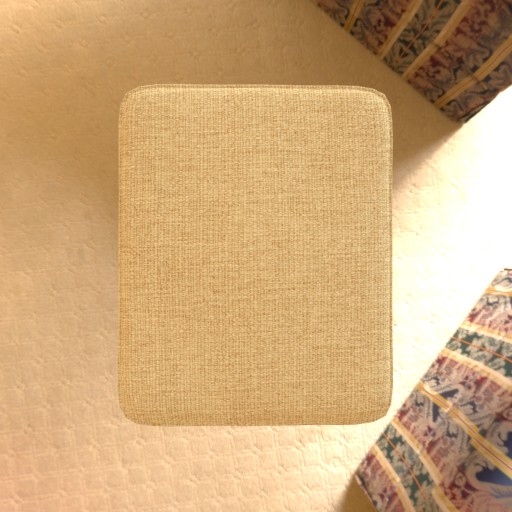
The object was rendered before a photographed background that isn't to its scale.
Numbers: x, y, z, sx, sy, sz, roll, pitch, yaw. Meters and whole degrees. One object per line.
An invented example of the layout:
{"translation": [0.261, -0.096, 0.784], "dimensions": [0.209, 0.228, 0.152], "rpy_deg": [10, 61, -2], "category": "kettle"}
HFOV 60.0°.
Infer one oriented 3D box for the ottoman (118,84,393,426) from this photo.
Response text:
{"translation": [0.000, 0.000, 1.124], "dimensions": [0.589, 0.537, 0.738], "rpy_deg": [0, 89, -1], "category": "ottoman"}
